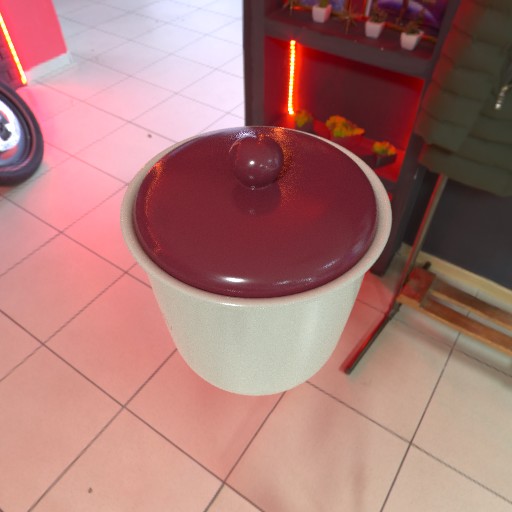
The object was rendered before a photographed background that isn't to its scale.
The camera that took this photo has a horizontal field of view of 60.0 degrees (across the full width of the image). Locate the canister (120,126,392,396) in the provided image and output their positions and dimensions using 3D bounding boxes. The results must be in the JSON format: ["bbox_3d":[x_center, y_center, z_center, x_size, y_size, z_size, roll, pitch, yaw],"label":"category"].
[{"bbox_3d":[0.000,0.000,0.345,0.182,0.208,0.182,0,48,0],"label":"canister"}]
